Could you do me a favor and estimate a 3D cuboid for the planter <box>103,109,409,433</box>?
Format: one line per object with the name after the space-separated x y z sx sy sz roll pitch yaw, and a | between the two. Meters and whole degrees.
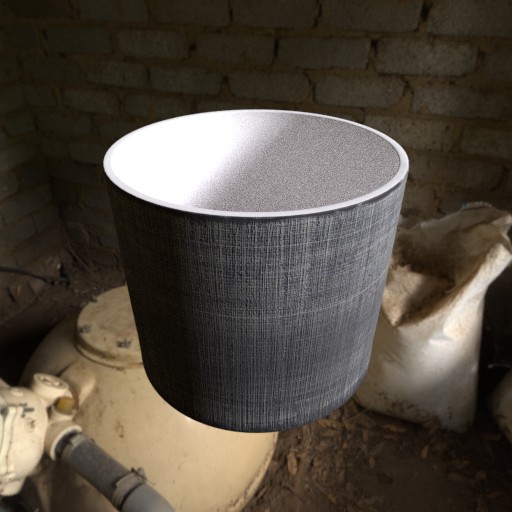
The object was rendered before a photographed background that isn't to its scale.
0.000 0.000 0.442 0.254 0.221 0.254 0 33 0 | planter
